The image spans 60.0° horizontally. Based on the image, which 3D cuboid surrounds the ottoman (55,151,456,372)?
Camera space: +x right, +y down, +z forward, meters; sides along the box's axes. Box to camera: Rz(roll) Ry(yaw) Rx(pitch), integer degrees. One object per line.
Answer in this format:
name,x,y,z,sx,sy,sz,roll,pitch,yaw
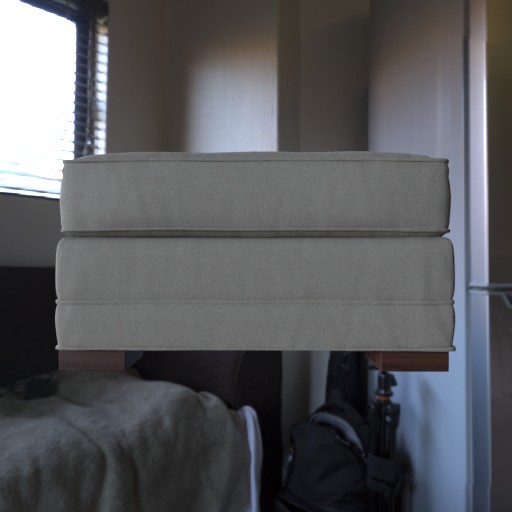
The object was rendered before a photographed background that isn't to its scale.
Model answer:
ottoman,0.000,0.000,1.199,0.848,0.482,0.611,0,-1,1
